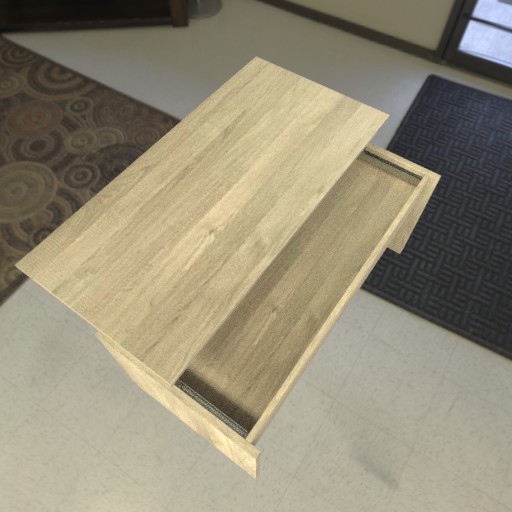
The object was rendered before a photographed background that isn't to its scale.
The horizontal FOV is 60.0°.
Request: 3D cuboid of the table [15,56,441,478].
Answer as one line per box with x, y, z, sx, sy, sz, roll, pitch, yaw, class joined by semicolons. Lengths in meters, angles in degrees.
0.000;0.000;1.413;0.712;0.570;1.000;31;63;18;table
